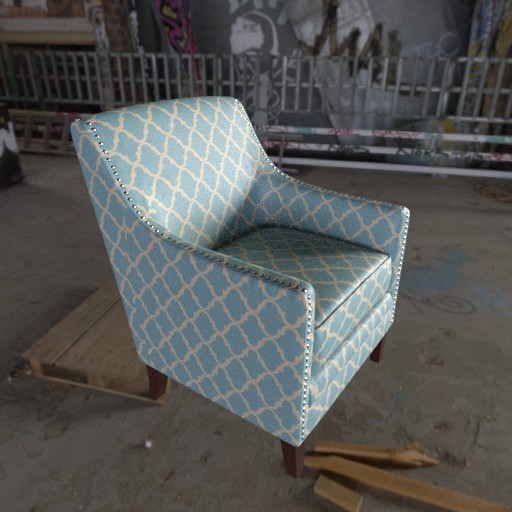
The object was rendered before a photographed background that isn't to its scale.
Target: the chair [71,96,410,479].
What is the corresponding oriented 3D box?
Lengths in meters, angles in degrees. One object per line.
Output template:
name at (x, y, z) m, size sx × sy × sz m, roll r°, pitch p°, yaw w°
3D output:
chair at (0.000, 0.000, 1.288) m, size 0.686 × 0.817 × 0.617 m, roll 17°, pitch 31°, yaw 31°
